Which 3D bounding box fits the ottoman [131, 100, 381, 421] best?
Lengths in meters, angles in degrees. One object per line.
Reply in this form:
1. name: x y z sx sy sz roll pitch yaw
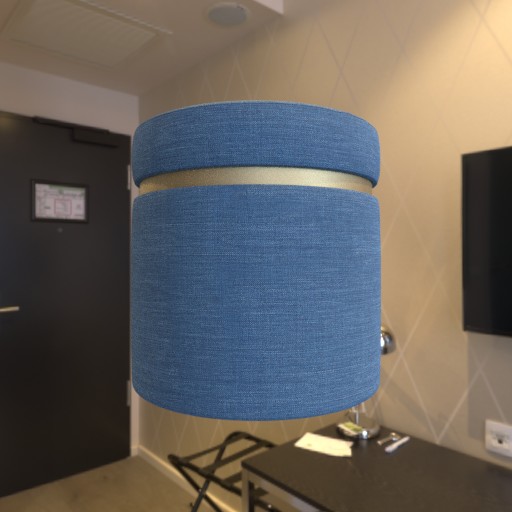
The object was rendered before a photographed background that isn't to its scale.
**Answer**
1. ottoman: 0.000 0.000 0.733 0.398 0.406 0.398 0 0 0
